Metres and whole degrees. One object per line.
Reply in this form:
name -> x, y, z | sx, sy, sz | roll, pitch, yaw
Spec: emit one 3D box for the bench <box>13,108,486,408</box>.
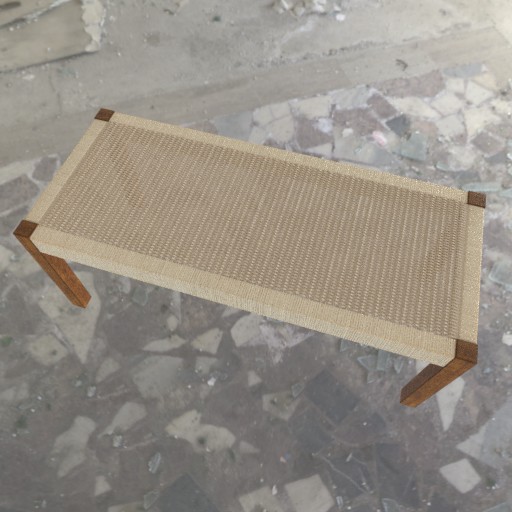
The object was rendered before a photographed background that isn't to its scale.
bench -> 0.000, 0.000, 1.406 | 1.198, 0.457, 0.507 | 15, 60, 9
